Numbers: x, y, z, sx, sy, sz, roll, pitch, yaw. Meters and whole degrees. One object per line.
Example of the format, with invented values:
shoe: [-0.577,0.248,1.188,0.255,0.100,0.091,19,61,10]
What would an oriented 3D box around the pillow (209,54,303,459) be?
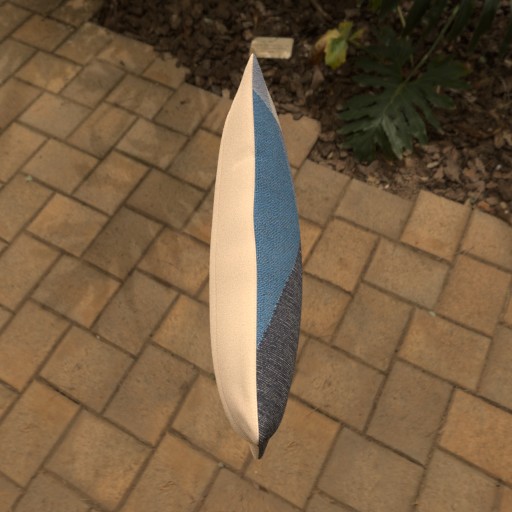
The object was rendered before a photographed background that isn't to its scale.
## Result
pillow: [0.000,0.000,0.731,0.148,0.307,0.604,-1,64,0]
